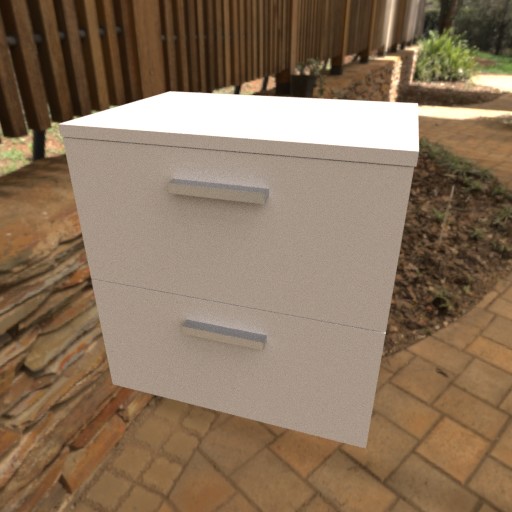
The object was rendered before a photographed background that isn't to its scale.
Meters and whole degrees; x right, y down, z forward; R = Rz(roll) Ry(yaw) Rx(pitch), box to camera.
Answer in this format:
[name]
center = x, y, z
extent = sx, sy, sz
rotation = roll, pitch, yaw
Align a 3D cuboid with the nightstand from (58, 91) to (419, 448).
[nightstand]
center = 0.000, 0.000, 0.741
extent = 0.441, 0.460, 0.325
rotation = 9, 29, 16
